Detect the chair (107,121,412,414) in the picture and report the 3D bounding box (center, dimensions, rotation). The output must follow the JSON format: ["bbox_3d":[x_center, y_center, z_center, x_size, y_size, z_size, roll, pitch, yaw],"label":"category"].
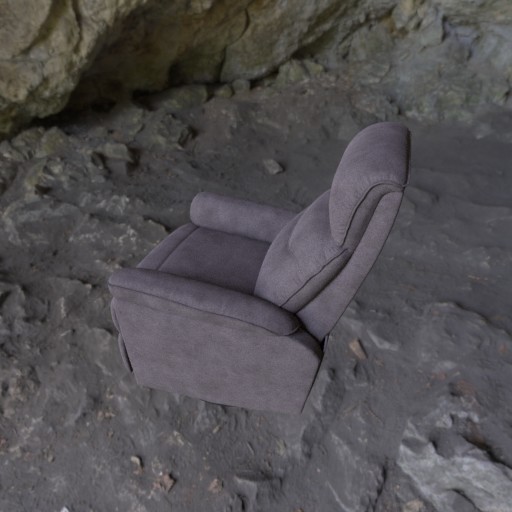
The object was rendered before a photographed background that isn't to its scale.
[{"bbox_3d":[0.000,0.000,1.745,1.009,1.036,0.830,9,32,15],"label":"chair"}]
